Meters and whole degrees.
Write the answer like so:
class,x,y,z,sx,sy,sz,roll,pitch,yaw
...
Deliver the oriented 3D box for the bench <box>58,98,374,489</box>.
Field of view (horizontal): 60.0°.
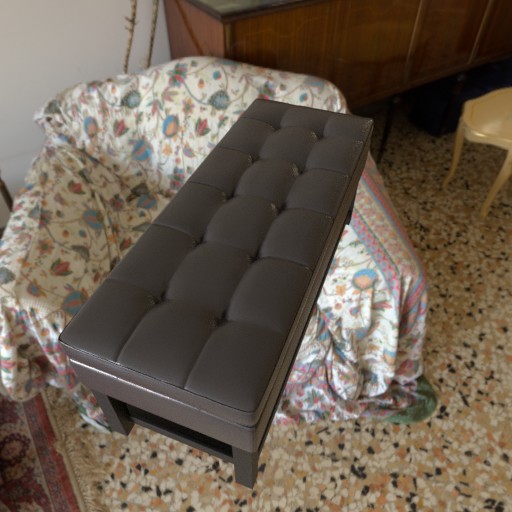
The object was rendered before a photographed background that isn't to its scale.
class,x,y,z,sx,sy,sz,roll,pitch,yaw
bench,0.000,0.000,1.322,0.432,0.460,1.105,16,48,15
